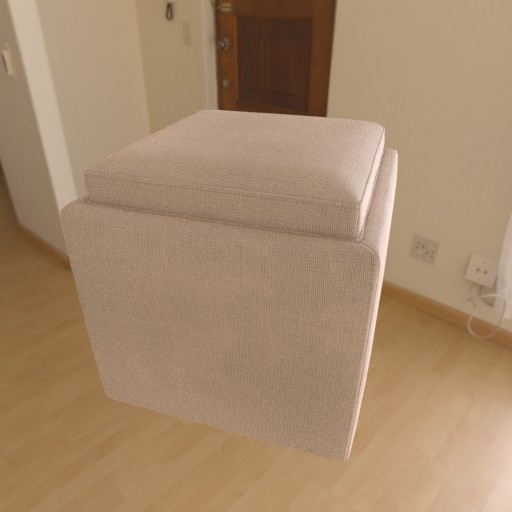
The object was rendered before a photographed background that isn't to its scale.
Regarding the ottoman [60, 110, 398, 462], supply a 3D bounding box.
[{"bbox_3d":[0.000,0.000,0.810,0.450,0.460,0.451,9,31,16],"label":"ottoman"}]
